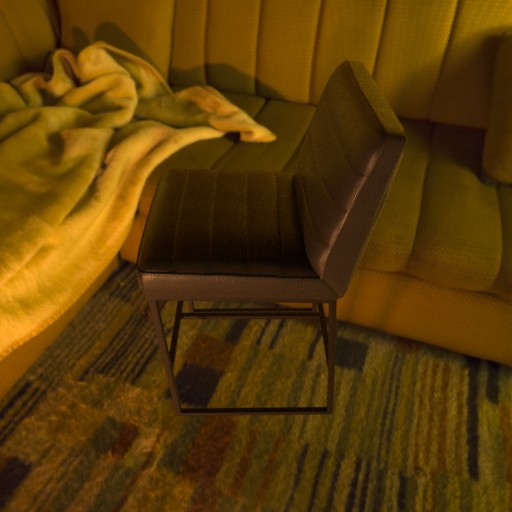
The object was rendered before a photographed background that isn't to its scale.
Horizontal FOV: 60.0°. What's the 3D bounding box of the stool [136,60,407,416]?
[{"bbox_3d":[0.000,0.000,1.246,0.552,0.938,0.457,0,41,-1],"label":"stool"}]
